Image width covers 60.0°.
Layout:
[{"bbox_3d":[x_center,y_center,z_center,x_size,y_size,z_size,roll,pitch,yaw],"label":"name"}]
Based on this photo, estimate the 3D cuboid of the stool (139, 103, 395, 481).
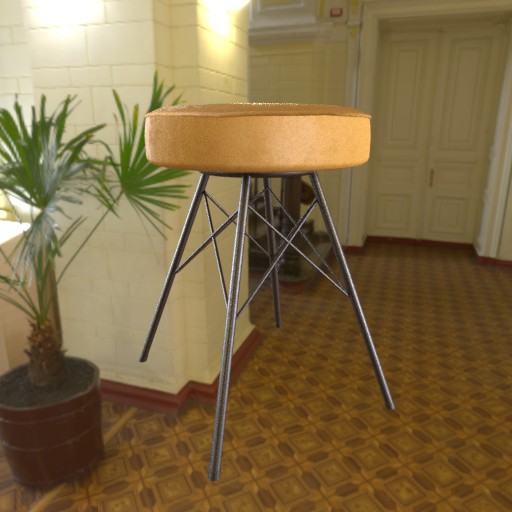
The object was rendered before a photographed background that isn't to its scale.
[{"bbox_3d":[0.000,0.000,0.929,0.438,0.595,0.472,-8,18,-26],"label":"stool"}]
